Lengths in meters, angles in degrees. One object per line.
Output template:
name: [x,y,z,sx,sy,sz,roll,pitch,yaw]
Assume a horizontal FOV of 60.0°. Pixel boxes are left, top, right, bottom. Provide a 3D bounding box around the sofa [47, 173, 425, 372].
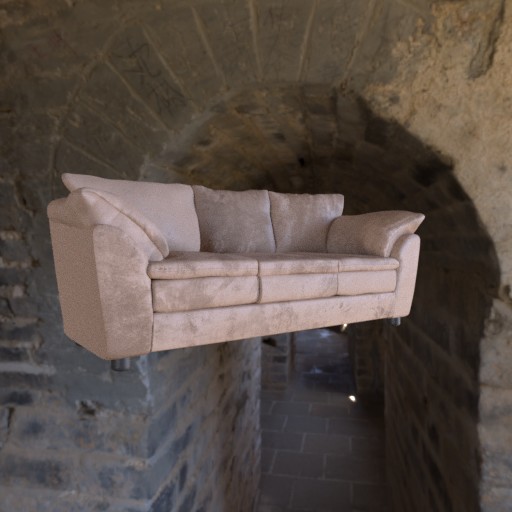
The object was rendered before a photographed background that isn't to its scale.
sofa: [0.000,0.000,2.800,2.377,0.981,0.893,-1,1,-36]
